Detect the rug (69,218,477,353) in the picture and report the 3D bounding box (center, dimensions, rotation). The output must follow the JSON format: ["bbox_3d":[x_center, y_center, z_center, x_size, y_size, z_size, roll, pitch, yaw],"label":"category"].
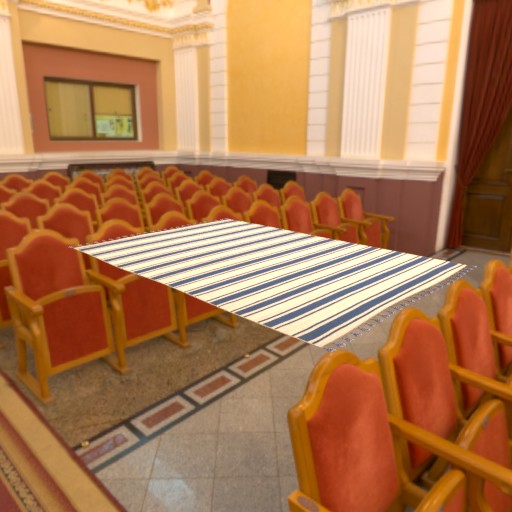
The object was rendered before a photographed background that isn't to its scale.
[{"bbox_3d":[0.000,0.000,2.956,2.315,0.010,1.544,15,21,42],"label":"rug"}]
